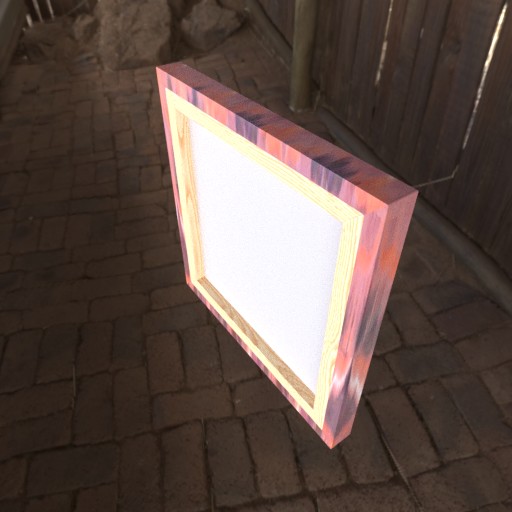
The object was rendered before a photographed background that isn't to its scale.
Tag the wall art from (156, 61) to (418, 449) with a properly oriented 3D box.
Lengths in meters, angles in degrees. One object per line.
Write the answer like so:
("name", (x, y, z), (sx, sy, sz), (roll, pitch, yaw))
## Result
("wall art", (0.000, 0.000, 0.610), (0.038, 0.406, 0.403), (-26, 47, -26))
